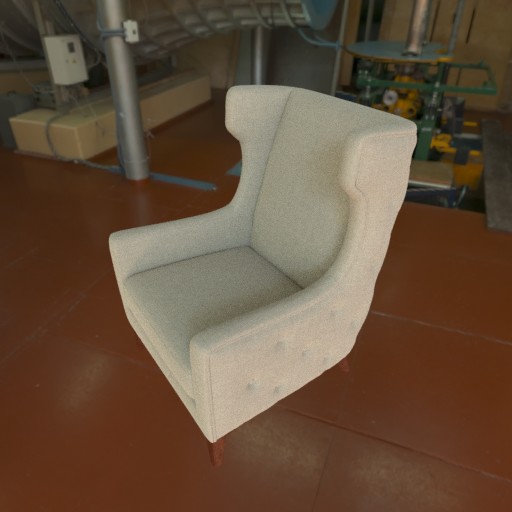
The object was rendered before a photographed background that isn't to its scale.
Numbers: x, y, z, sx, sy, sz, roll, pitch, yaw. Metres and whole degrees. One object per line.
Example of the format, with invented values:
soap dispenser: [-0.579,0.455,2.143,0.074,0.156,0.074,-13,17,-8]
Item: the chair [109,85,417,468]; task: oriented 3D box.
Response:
chair: [0.000,0.000,1.673,0.899,1.079,0.778,-20,38,-28]
